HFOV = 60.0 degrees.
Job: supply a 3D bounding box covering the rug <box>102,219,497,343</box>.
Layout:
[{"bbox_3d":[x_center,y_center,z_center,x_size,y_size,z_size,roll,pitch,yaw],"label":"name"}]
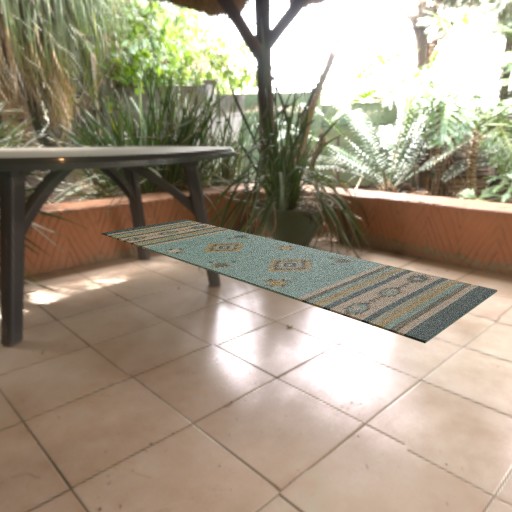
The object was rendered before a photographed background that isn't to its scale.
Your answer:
[{"bbox_3d":[0.000,0.000,2.646,0.744,0.010,2.441,-15,22,-43],"label":"rug"}]
